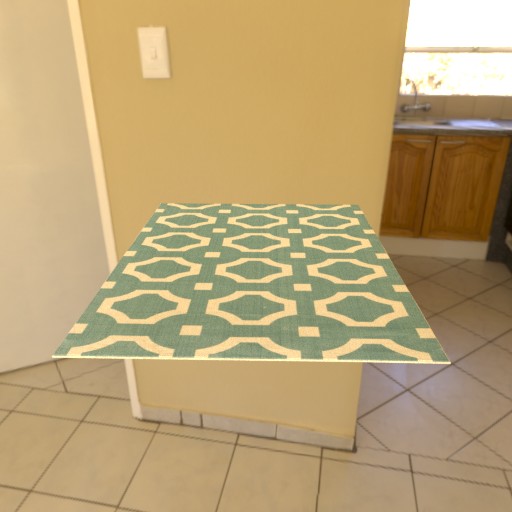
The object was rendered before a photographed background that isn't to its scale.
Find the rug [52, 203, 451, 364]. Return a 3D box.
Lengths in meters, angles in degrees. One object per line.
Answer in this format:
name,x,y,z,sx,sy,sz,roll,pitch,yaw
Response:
rug,0.000,0.000,4.114,2.466,0.021,3.049,1,25,1
